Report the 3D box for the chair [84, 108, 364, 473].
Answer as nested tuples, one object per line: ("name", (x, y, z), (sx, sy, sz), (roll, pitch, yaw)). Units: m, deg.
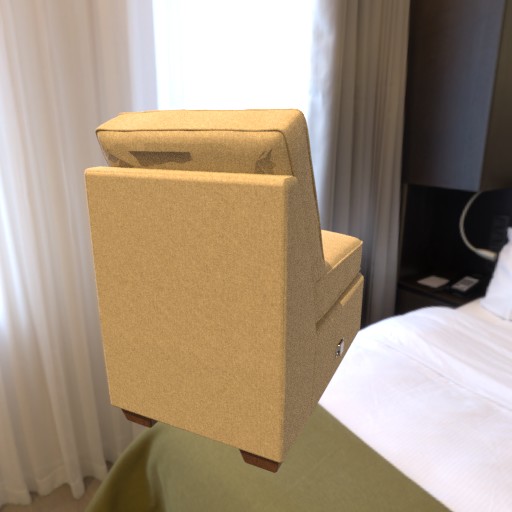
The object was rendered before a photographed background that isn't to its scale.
("chair", (0.000, 0.000, 1.719), (0.674, 1.058, 1.020), (8, 18, 25))
